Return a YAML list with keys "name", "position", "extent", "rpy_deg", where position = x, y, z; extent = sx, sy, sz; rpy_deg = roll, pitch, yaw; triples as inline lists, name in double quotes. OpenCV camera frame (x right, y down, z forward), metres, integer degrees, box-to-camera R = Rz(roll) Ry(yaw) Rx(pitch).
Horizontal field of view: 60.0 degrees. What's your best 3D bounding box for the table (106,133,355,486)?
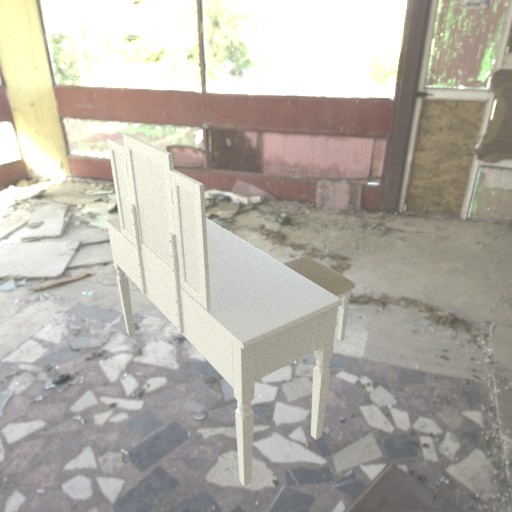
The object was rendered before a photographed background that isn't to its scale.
- name: "table"
  position: [0.000, 0.000, 2.312]
  extent: [1.115, 1.310, 1.369]
  rpy_deg: [-18, 32, -31]
